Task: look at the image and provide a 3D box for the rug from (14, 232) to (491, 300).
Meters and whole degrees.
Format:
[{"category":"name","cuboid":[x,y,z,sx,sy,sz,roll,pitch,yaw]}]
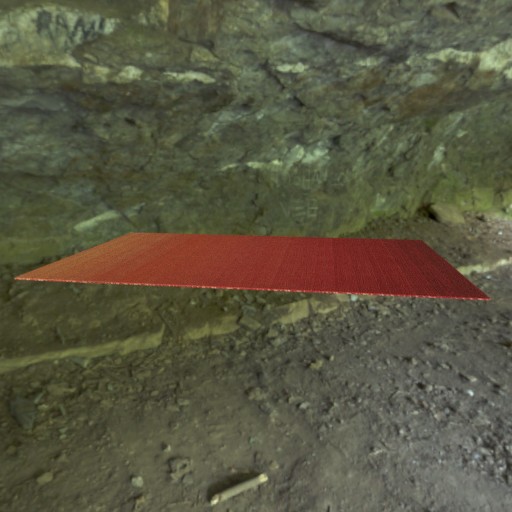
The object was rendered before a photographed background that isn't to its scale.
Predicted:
[{"category":"rug","cuboid":[0.000,0.000,2.973,2.442,0.010,1.531,2,13,8]}]
